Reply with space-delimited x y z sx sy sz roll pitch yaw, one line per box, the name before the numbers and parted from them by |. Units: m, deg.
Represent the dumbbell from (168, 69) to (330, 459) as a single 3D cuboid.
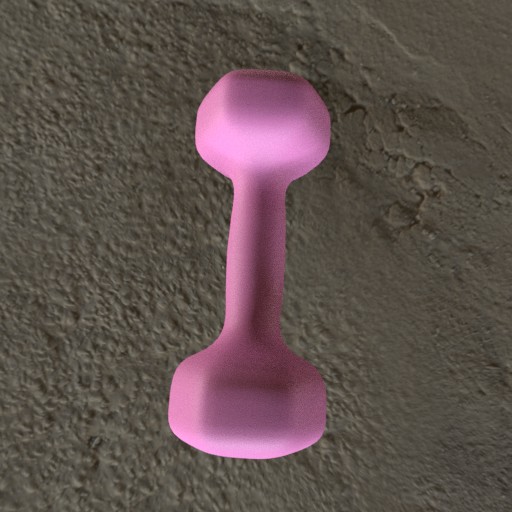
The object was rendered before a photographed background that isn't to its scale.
dumbbell | 0.000 0.000 0.192 0.064 0.058 0.159 4 76 1
